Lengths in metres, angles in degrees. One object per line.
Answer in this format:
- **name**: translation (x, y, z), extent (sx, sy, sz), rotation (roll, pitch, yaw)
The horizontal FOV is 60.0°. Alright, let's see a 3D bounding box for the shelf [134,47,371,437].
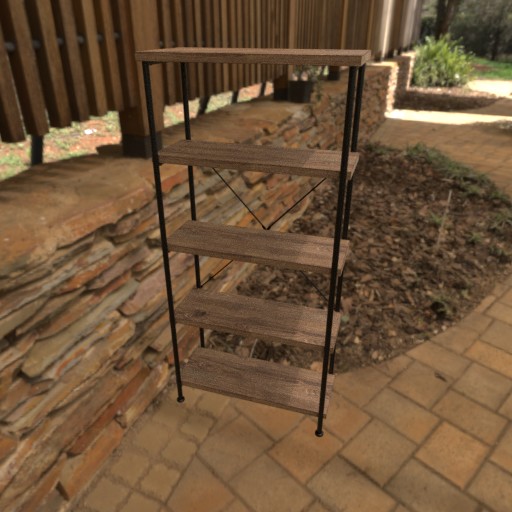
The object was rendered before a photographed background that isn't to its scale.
- **shelf**: translation (0.000, 0.000, 2.022), extent (0.800, 1.700, 0.360), rotation (8, 29, 15)
